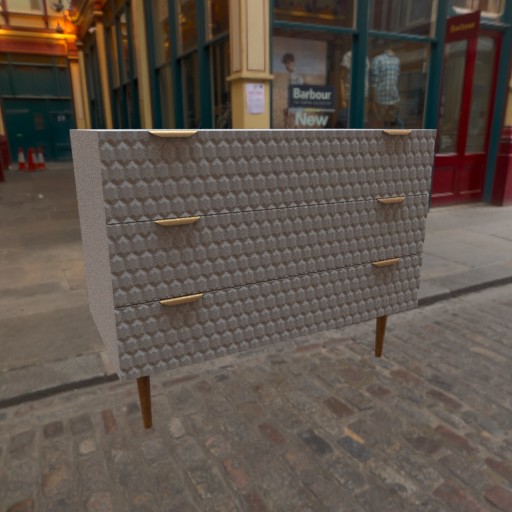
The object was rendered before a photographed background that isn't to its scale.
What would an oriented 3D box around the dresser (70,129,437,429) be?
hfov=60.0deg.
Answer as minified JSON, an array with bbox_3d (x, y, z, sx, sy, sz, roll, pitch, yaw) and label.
[{"bbox_3d":[0.000,0.000,1.316,0.905,0.721,0.457,-8,18,-27],"label":"dresser"}]
